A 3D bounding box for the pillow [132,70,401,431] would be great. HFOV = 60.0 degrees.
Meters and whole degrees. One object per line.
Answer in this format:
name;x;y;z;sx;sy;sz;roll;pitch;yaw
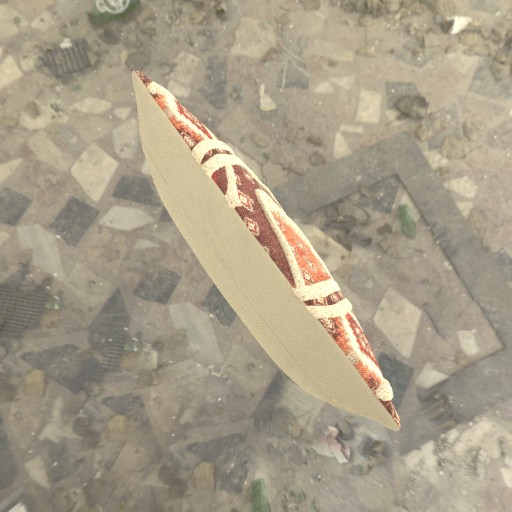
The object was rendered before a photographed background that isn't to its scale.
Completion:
pillow;0.000;0.000;0.724;0.161;0.295;0.608;-35;78;-9
